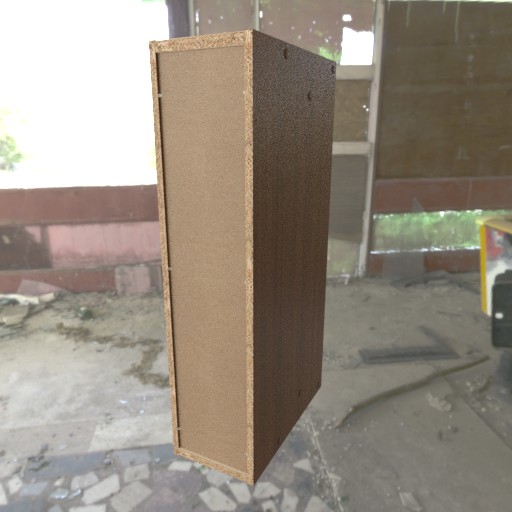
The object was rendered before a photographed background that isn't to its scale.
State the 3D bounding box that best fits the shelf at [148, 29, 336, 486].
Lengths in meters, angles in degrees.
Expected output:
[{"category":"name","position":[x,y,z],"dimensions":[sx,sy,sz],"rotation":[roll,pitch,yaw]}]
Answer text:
[{"category":"shelf","position":[0.000,0.000,0.712],"dimensions":[0.147,0.600,0.290],"rotation":[8,18,26]}]
